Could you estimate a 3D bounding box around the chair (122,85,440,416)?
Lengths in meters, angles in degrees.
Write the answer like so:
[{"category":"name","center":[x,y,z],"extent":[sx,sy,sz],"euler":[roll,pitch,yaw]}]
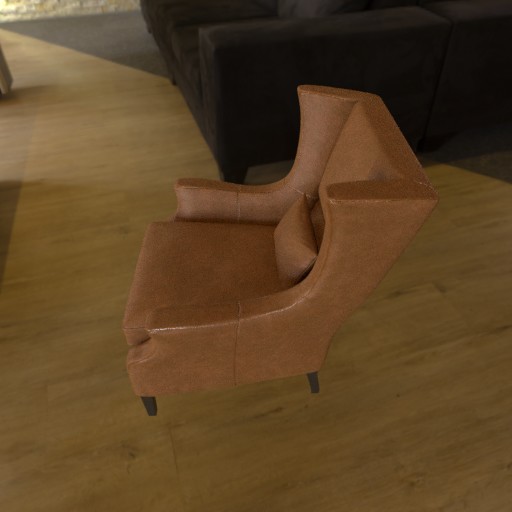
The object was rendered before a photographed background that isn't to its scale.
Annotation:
[{"category":"chair","center":[0.000,0.000,1.672],"extent":[0.925,1.016,0.852],"euler":[-1,42,-1]}]
